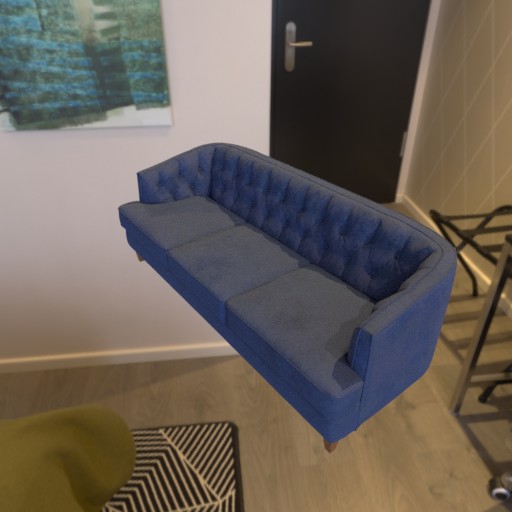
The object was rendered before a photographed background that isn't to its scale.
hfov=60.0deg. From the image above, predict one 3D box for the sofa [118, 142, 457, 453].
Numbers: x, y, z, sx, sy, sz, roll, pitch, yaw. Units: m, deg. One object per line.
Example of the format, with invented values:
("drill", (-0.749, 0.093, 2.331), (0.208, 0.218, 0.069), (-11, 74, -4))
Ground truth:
("sofa", (0.000, 0.000, 2.777), (0.941, 0.855, 2.278), (-21, 38, -31))
